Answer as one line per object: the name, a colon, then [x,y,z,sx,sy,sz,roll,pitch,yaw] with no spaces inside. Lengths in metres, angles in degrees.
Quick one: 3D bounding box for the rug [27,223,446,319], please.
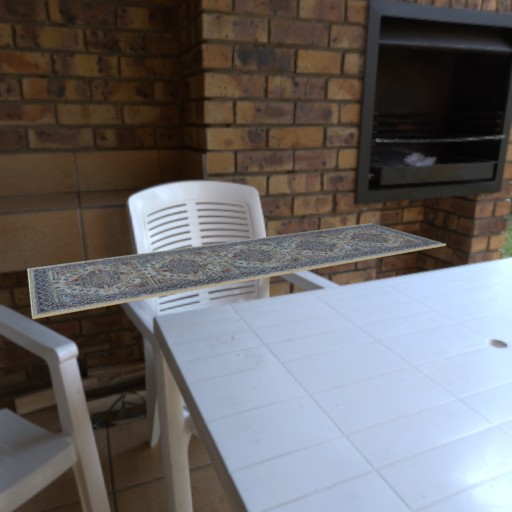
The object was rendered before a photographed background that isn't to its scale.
rug: [0.000,0.000,2.497,2.297,0.013,0.661,-9,19,-26]
